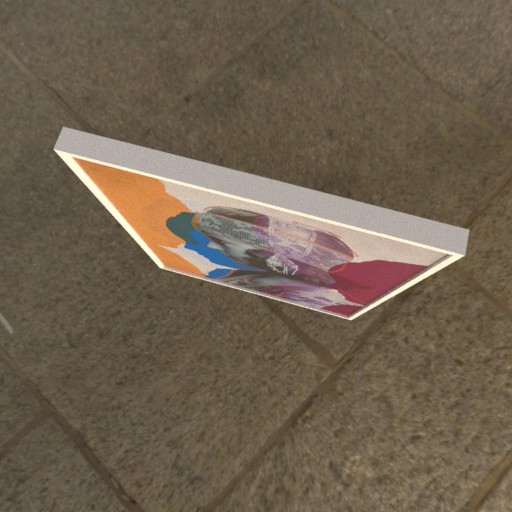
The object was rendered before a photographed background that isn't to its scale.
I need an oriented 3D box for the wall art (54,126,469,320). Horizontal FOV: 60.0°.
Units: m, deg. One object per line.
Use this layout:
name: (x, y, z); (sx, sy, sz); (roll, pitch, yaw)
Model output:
wall art: (0.000, 0.000, 0.728); (0.443, 0.549, 0.030); (15, 76, 4)
